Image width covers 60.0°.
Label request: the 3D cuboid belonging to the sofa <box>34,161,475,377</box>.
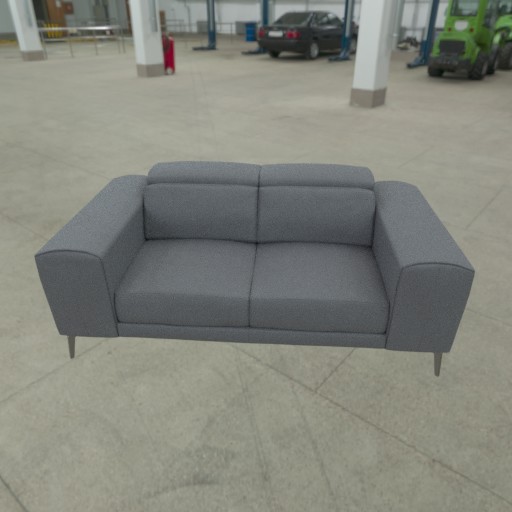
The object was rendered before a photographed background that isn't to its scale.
[{"bbox_3d":[0.000,0.000,2.394,1.895,0.779,1.003,2,29,3],"label":"sofa"}]
